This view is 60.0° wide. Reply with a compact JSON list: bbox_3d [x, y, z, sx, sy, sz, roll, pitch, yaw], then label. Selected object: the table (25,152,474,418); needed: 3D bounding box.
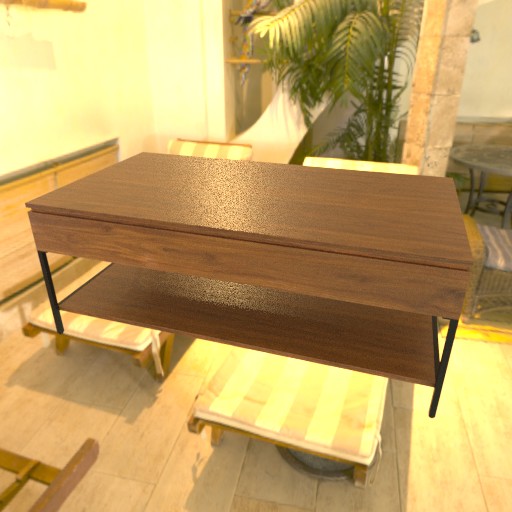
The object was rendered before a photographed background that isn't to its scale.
[{"bbox_3d":[0.000,0.000,1.325,1.057,0.414,0.574,8,28,16],"label":"table"}]
